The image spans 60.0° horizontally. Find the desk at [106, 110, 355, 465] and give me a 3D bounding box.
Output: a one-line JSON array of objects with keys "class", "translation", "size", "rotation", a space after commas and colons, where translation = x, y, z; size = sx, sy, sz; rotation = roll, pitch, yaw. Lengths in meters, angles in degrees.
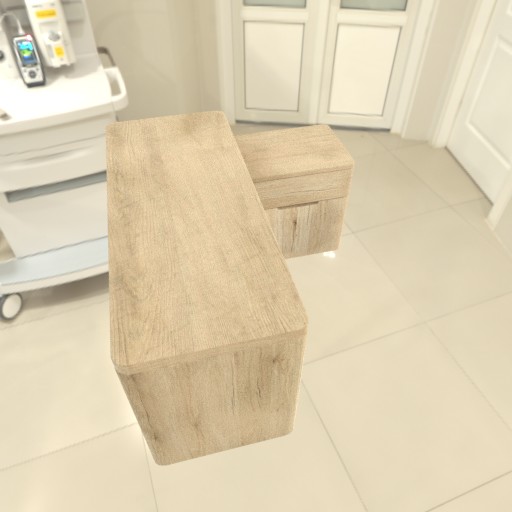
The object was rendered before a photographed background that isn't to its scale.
[{"class": "desk", "translation": [0.000, 0.000, 2.072], "size": [1.175, 0.770, 1.400], "rotation": [-10, 46, -10]}]
